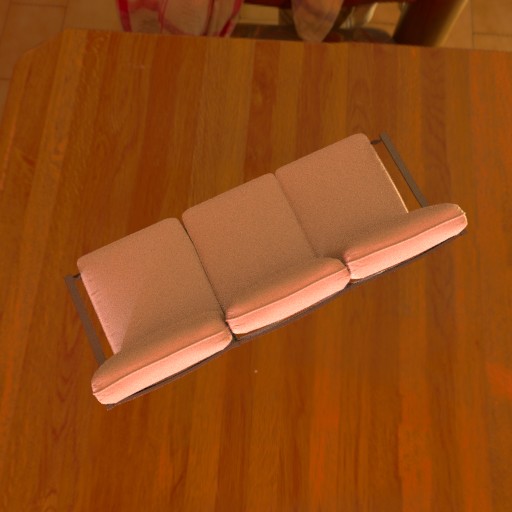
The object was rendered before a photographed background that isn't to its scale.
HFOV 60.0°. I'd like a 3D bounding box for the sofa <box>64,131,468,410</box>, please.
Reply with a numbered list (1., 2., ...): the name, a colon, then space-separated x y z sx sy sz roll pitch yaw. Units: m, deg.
1. sofa: 0.000 0.000 2.227 1.740 0.860 0.787 -25 77 -6
